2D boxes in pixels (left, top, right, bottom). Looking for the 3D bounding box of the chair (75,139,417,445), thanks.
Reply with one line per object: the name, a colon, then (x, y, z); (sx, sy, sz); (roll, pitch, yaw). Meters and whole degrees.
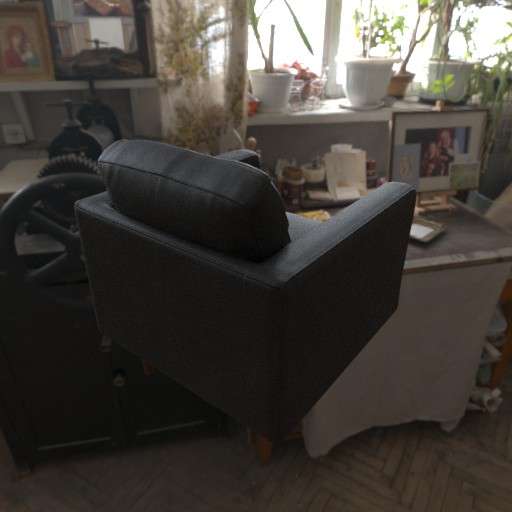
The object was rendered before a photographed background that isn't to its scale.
chair: (0.000, 0.000, 1.595); (0.831, 0.898, 0.879); (20, 35, 33)
